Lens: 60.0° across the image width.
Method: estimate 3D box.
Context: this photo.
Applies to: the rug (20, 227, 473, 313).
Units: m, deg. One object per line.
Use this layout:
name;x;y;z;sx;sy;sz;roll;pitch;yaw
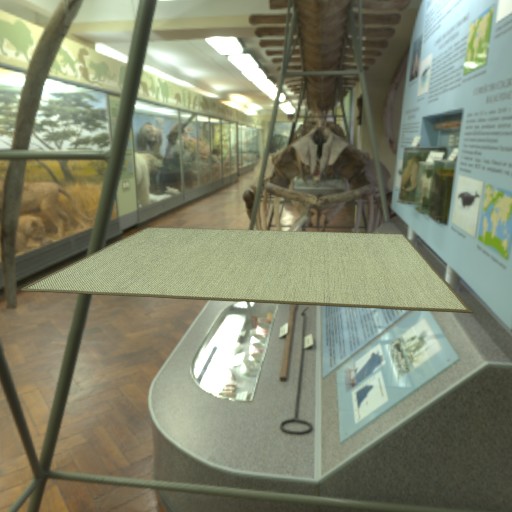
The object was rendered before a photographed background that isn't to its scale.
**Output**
rug;0.000;0.000;4.051;3.041;0.020;2.413;2;14;8
